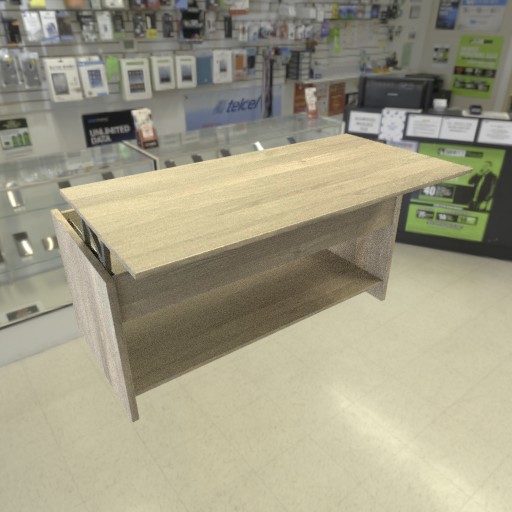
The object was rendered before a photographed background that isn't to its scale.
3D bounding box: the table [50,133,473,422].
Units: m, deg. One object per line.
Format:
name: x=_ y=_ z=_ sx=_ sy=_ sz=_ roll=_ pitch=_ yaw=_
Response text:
table: x=0.000 y=0.000 z=1.391 sx=1.000 sy=0.570 sz=0.712 roll=-19 pitch=34 yaw=-30
